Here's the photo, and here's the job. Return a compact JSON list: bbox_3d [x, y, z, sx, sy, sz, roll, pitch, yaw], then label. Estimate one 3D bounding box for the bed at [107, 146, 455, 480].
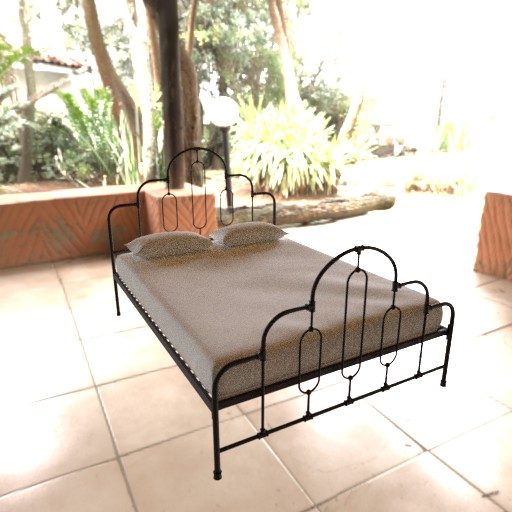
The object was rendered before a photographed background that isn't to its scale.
[{"bbox_3d":[0.000,0.000,3.185,1.640,1.429,2.163,-9,19,-28],"label":"bed"}]
